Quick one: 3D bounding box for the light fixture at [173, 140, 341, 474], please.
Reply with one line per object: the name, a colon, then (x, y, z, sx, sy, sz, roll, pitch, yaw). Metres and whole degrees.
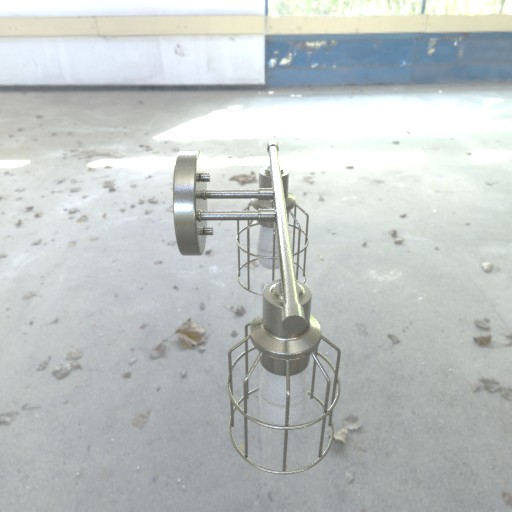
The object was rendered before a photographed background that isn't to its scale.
light fixture: (0.000, 0.000, 0.531, 0.165, 0.254, 0.406, 0, 32, 0)
